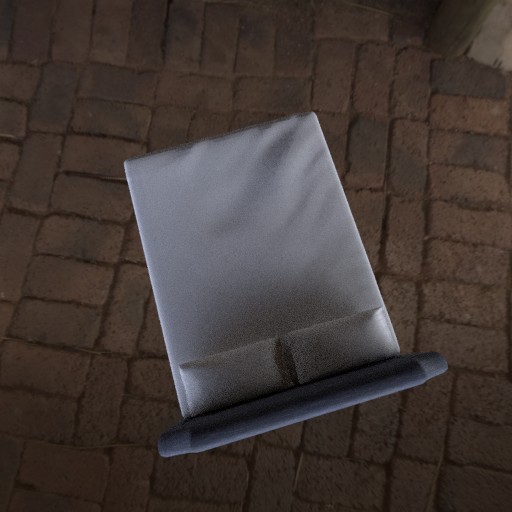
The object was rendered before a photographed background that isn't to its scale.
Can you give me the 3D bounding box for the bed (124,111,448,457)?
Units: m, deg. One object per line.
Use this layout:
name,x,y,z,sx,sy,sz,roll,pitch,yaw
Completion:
bed,0.000,0.000,3.129,1.693,1.290,2.116,-16,76,-4
